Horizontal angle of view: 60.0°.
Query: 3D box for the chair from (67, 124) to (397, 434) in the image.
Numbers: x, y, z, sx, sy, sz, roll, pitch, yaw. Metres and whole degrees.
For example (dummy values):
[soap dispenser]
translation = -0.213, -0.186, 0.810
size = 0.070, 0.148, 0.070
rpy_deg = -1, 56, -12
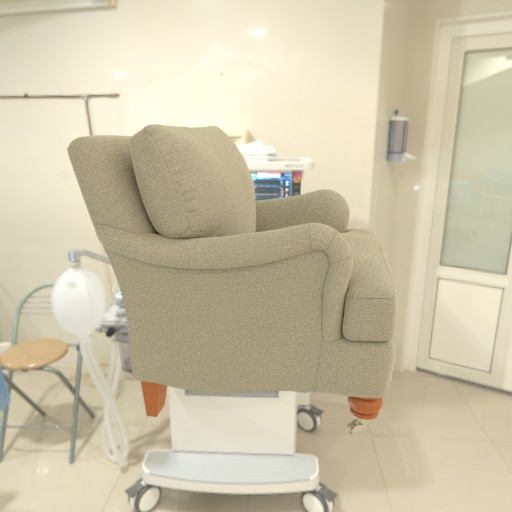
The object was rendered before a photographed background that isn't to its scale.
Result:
[chair]
translation = 0.000, 0.000, 1.833
size = 1.070, 1.038, 0.955
rpy_deg = 3, 16, 10
